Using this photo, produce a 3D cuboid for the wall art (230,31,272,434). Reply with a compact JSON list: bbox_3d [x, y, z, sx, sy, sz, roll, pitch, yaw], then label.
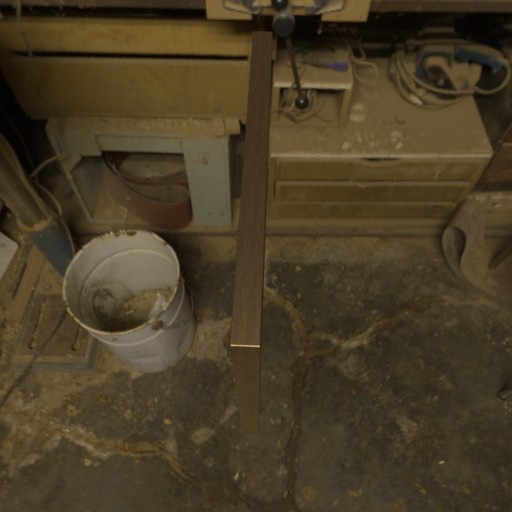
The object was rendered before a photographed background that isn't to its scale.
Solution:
[{"bbox_3d":[0.000,0.000,0.770,0.030,0.506,0.503,2,59,1],"label":"wall art"}]
